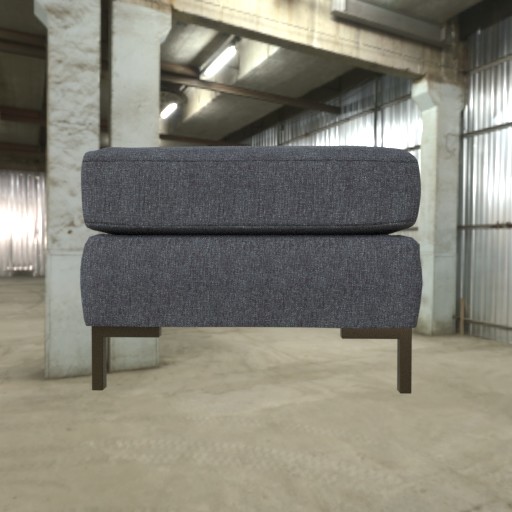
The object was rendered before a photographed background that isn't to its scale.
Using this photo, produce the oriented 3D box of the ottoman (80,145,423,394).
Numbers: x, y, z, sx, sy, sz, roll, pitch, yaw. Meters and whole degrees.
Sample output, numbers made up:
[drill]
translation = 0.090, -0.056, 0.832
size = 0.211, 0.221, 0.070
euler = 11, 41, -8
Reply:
[ottoman]
translation = 0.000, 0.000, 1.284
size = 0.695, 0.533, 0.831
euler = 0, 1, 2
